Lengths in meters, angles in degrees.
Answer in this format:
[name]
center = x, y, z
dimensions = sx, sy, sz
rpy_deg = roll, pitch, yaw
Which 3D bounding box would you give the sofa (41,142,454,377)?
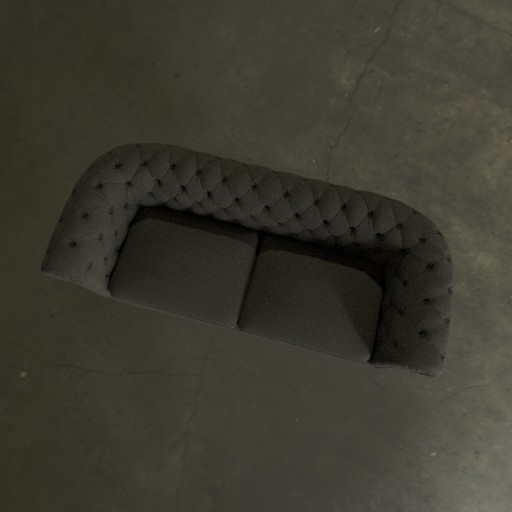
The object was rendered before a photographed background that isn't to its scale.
[sofa]
center = 0.000, 0.000, 2.868
dimensions = 2.362, 0.762, 0.991
rpy_deg = 14, 76, 4
